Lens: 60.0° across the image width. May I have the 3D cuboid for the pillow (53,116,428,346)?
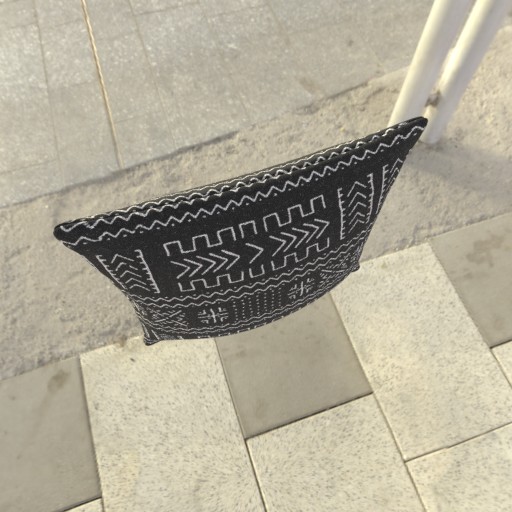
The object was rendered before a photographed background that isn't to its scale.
[{"bbox_3d":[0.000,0.000,0.665,0.438,0.430,0.164,-19,65,-9],"label":"pillow"}]
